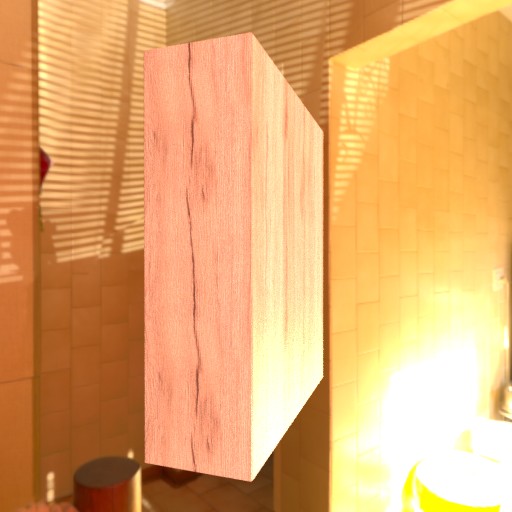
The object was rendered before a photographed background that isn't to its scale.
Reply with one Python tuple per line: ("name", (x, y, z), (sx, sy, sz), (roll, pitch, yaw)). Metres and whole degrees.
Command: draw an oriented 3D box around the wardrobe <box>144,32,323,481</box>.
("wardrobe", (0.000, 0.000, 2.988), (0.580, 2.070, 1.810), (0, 1, 19))
